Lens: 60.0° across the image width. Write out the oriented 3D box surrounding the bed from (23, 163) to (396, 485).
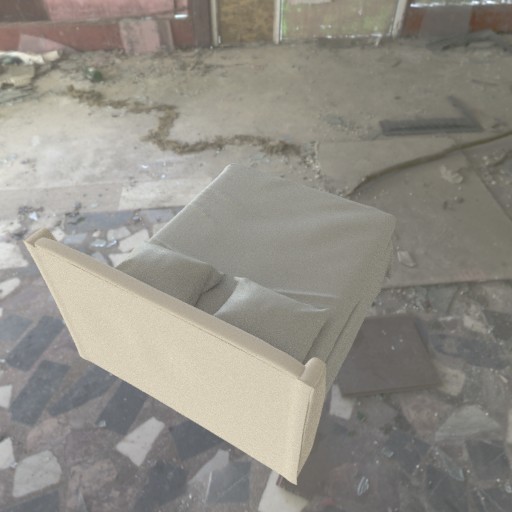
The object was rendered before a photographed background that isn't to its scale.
[{"bbox_3d":[0.000,0.000,3.422,1.925,1.332,2.276,22,50,21],"label":"bed"}]
